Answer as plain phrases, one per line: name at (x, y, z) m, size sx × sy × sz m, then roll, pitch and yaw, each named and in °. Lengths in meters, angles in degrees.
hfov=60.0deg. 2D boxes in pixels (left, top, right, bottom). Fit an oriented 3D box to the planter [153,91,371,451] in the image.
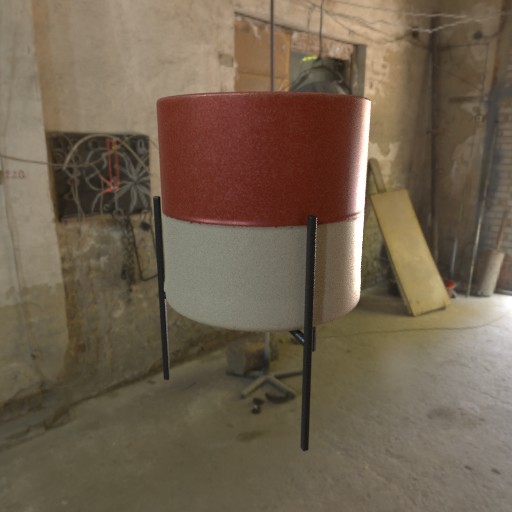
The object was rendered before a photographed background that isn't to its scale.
planter at (0.000, 0.000, 0.538) m, size 0.251 × 0.354 × 0.235 m, roll 2°, pitch 15°, yaw 9°
